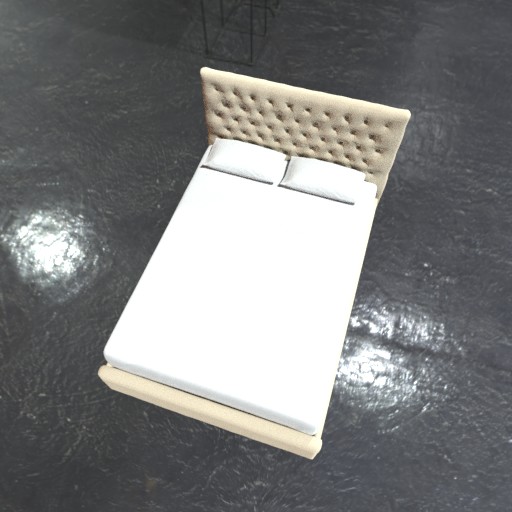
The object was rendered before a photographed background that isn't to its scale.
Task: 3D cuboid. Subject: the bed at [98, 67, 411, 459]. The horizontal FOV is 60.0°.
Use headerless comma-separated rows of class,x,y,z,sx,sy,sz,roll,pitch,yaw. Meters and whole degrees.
bed,0.000,0.000,3.470,1.698,1.427,2.387,16,60,9
